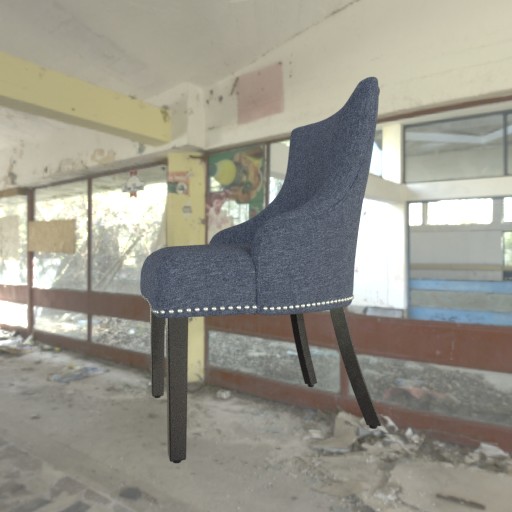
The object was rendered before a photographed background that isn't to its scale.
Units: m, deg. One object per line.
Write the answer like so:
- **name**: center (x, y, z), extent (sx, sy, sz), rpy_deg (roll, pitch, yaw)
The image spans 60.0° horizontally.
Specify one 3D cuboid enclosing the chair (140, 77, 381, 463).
- **chair**: center (0.000, 0.000, 1.280), extent (0.629, 0.909, 0.566), rpy_deg (0, 0, -18)
